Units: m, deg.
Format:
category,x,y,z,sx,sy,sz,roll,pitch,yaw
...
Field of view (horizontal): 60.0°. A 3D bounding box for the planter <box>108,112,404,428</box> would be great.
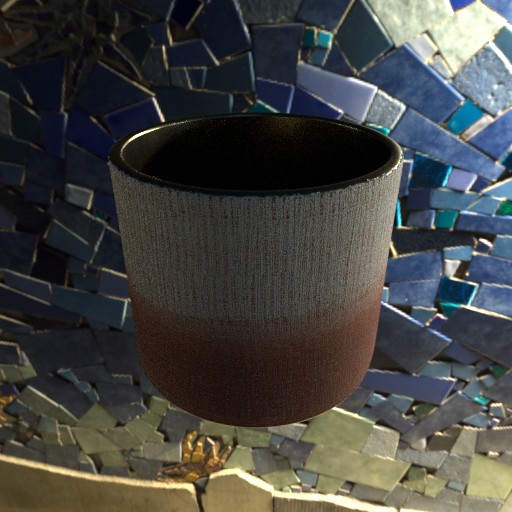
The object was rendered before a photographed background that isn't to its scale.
category,x,y,z,sx,sy,sz,roll,pitch,yaw
planter,0.000,0.000,0.387,0.221,0.201,0.221,0,30,0
